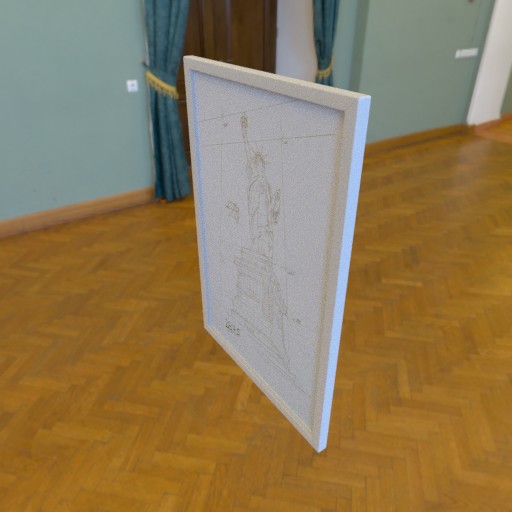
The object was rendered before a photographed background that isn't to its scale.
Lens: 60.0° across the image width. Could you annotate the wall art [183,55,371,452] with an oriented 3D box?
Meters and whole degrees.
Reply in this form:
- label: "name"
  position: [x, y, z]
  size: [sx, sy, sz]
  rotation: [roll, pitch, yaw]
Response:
- label: "wall art"
  position: [0.000, 0.000, 1.046]
  size: [0.026, 0.813, 0.556]
  rotation: [-20, 36, -29]
